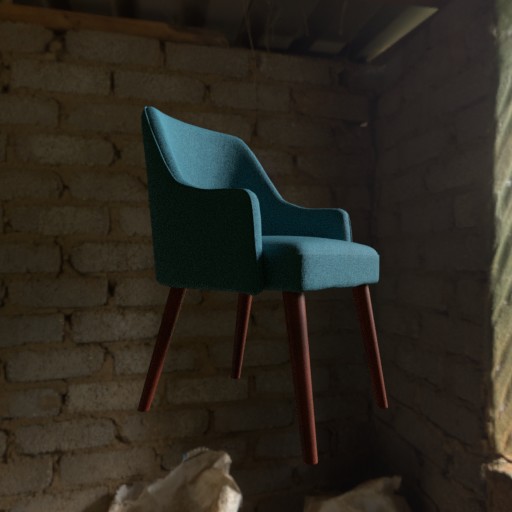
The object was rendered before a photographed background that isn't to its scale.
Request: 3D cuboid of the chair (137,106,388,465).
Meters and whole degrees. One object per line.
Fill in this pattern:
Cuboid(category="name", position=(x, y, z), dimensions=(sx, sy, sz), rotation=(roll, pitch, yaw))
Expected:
Cuboid(category="chair", position=(0.000, 0.000, 1.248), dimensions=(0.605, 0.849, 0.548), rotation=(0, 0, 36))
